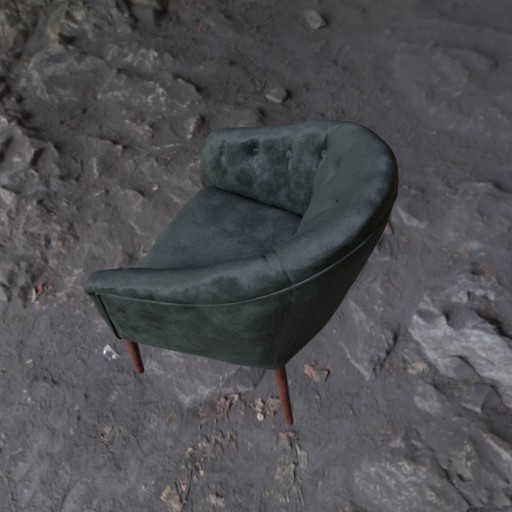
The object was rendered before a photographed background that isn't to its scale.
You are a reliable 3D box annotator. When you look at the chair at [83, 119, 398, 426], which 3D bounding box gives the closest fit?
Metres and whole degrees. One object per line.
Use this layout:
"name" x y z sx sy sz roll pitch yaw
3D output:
"chair" 0.000 0.000 1.508 0.776 0.885 0.851 16 50 14
